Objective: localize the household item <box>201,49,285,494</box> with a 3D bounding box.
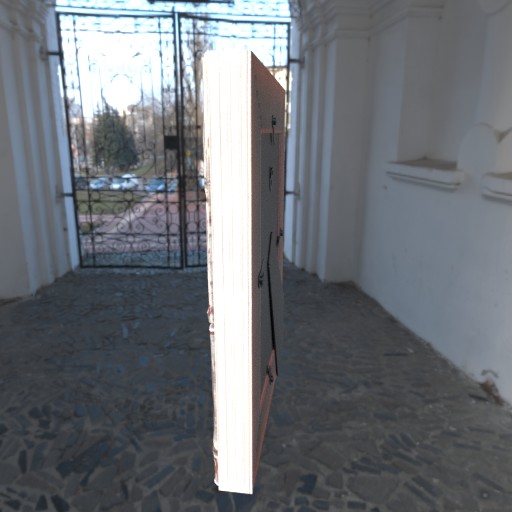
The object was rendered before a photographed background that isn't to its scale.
[{"bbox_3d":[0.000,0.000,0.286,0.025,0.216,0.165,2,15,8],"label":"household item"}]
